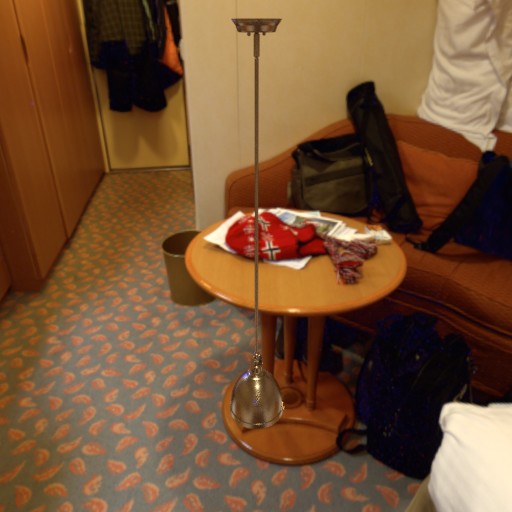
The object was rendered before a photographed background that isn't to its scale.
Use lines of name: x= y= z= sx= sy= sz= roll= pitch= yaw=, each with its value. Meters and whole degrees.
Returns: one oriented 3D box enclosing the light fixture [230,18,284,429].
light fixture: x=0.000 y=0.000 z=1.449 sx=0.211 sy=1.367 sz=0.217 roll=18 pitch=33 yaw=31
